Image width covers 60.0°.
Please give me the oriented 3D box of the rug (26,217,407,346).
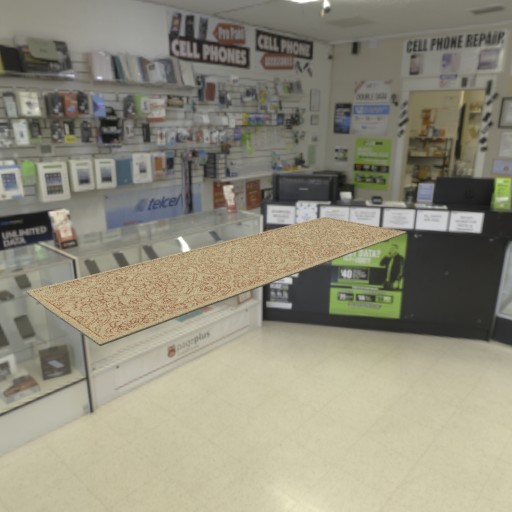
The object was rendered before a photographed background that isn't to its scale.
[{"bbox_3d":[0.000,0.000,2.743,0.769,0.012,2.448,16,23,42],"label":"rug"}]
